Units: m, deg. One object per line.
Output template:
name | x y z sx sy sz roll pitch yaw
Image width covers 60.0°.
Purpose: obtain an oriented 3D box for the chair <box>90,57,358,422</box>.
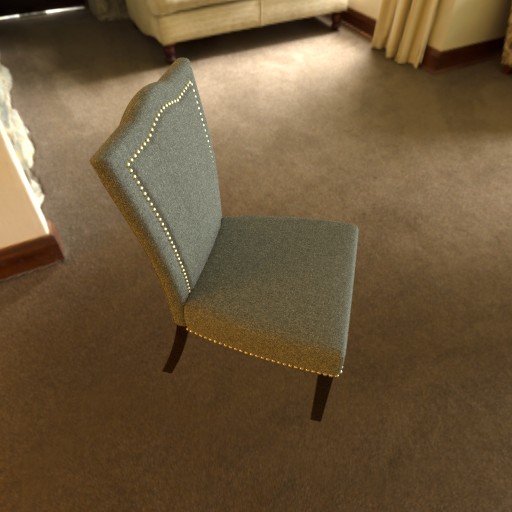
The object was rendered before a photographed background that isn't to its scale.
chair | 0.000 0.000 1.294 0.589 0.946 0.518 10 47 9
